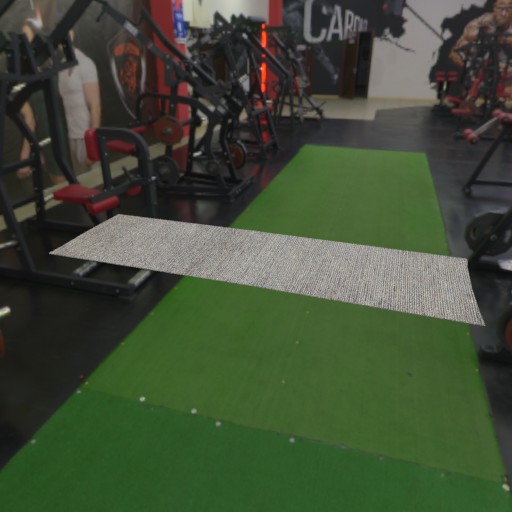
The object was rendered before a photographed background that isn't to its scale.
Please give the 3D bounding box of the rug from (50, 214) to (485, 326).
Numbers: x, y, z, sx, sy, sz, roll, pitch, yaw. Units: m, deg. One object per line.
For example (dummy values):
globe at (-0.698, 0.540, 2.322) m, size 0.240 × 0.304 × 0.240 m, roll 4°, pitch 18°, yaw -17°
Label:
rug at (0.000, 0.000, 2.561) m, size 2.335 × 0.013 × 0.697 m, roll 8°, pitch 27°, yaw 17°
